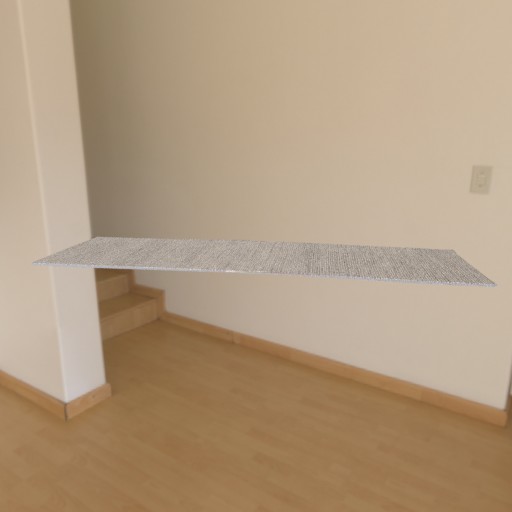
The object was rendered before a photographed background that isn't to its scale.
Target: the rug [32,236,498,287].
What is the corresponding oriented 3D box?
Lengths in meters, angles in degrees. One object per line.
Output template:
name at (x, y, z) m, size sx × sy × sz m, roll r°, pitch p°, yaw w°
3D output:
rug at (0.000, 0.000, 2.508) m, size 2.320 × 0.032 × 0.692 m, roll 2°, pitch 14°, yaw 9°
